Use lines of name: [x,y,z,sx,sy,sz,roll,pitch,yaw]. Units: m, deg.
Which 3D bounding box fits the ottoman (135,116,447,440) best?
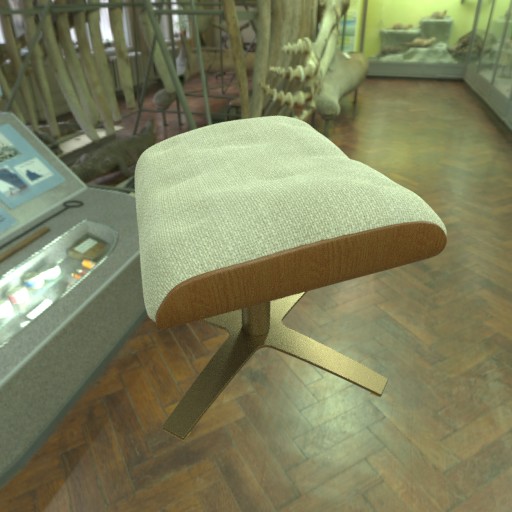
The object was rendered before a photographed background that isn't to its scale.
ottoman: [0.000,0.000,0.789,0.394,0.391,0.520,-8,31,-13]
